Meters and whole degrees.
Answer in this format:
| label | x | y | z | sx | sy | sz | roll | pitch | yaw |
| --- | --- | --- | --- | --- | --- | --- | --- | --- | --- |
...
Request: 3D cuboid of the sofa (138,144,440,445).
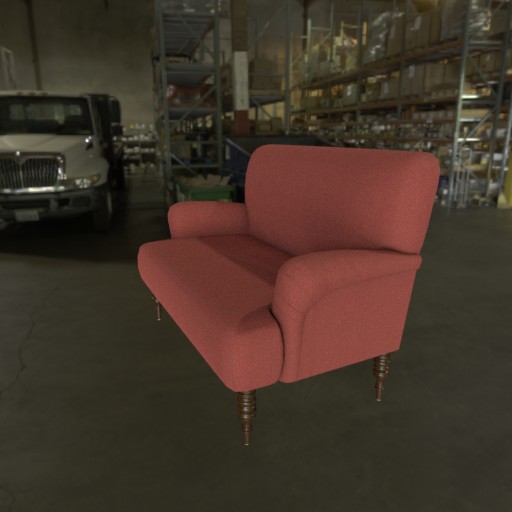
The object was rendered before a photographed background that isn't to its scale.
| label | x | y | z | sx | sy | sz | roll | pitch | yaw |
| --- | --- | --- | --- | --- | --- | --- | --- | --- | --- |
| sofa | 0.000 | 0.000 | 1.881 | 0.779 | 0.889 | 1.297 | -8 | 17 | -25 |
